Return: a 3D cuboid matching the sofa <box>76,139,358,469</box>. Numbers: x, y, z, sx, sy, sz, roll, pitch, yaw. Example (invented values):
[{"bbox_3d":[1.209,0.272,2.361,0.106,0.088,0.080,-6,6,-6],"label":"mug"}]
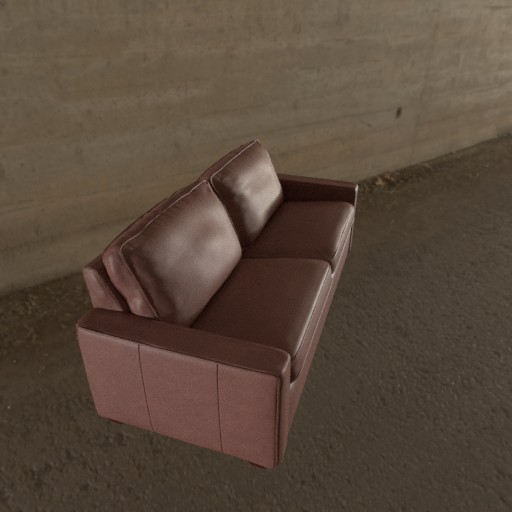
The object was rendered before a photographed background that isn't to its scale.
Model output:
[{"bbox_3d":[0.000,0.000,2.608,0.940,0.919,2.080,10,31,16],"label":"sofa"}]
